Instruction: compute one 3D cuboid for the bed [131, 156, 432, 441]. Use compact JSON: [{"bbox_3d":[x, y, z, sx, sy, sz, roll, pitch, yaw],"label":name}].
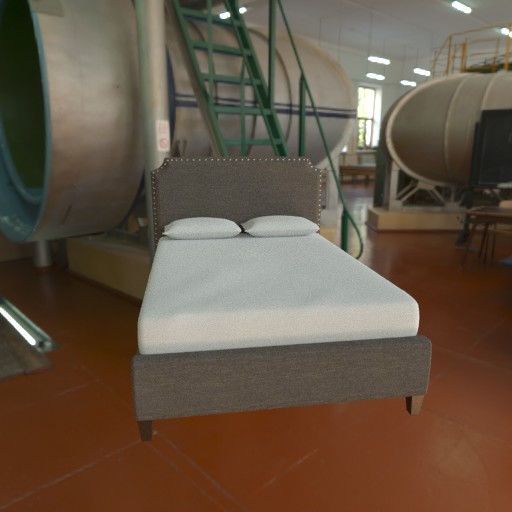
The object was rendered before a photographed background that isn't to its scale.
[{"bbox_3d":[0.000,0.000,3.473,1.713,1.457,2.381,-2,14,-9],"label":"bed"}]
